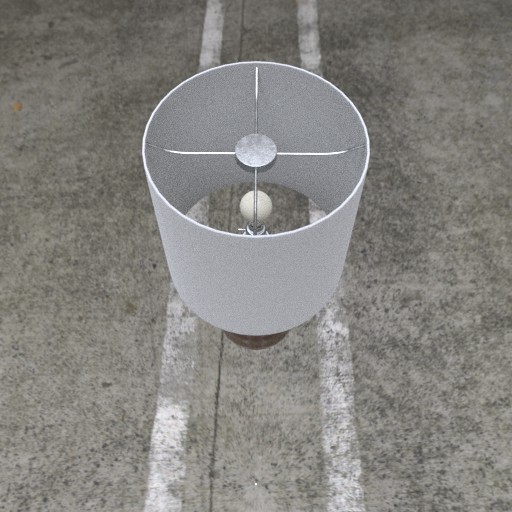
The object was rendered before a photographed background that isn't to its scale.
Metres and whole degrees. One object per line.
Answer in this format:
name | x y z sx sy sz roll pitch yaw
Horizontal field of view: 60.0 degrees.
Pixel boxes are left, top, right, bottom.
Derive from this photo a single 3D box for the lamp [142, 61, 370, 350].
lamp | 0.000 0.000 0.484 0.186 0.369 0.186 0 63 0
